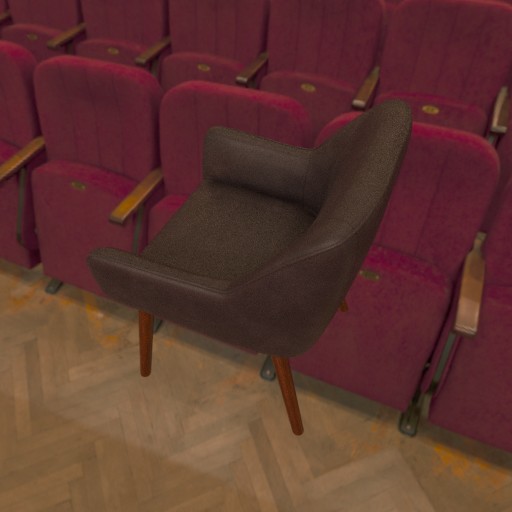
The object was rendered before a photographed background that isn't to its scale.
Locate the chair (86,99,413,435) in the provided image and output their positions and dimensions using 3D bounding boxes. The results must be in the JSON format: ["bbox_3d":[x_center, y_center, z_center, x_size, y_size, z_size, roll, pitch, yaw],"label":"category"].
[{"bbox_3d":[0.000,0.000,1.219,0.610,0.828,0.610,18,49,16],"label":"chair"}]
